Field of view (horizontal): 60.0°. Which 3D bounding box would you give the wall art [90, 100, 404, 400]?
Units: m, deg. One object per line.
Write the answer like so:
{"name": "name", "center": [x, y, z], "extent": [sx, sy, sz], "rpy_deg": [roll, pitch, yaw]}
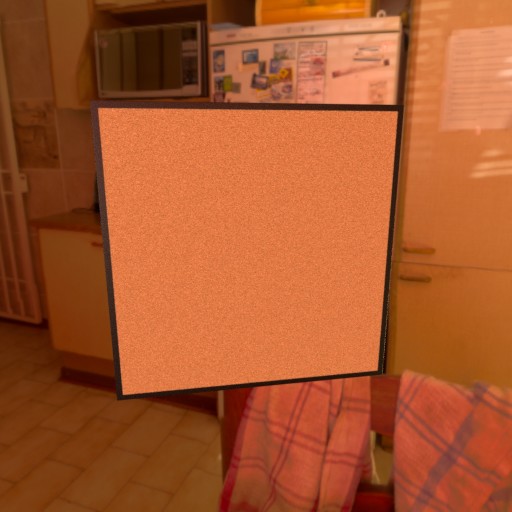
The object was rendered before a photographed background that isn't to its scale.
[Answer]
{"name": "wall art", "center": [0.000, 0.000, 0.701], "extent": [0.457, 0.458, 0.012], "rpy_deg": [-3, 15, -10]}
